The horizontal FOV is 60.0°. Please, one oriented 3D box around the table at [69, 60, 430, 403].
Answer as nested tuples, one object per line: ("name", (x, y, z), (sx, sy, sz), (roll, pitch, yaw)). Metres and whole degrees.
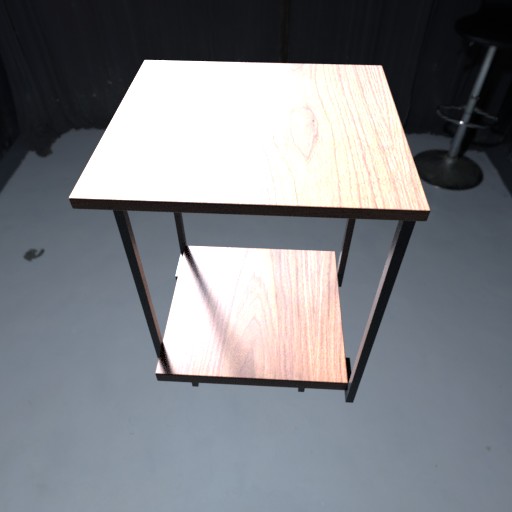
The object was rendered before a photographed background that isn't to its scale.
("table", (0.000, 0.000, 0.838), (0.411, 0.567, 0.384), (2, 46, 2))
